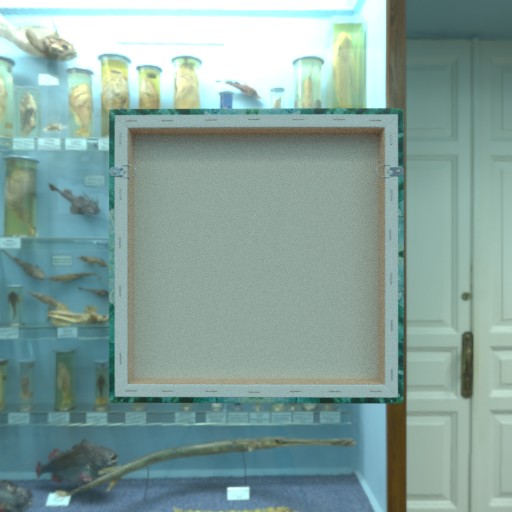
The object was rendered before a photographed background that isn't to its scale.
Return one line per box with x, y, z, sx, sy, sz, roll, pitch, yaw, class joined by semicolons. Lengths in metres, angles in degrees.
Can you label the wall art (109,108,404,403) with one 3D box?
0.000;0.000;0.775;0.507;0.508;0.038;0;0;0;wall art
